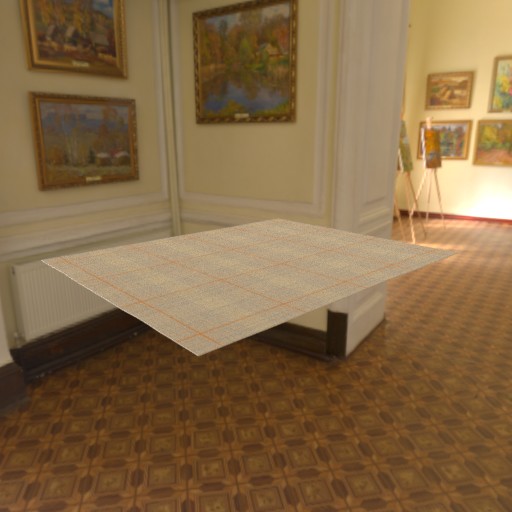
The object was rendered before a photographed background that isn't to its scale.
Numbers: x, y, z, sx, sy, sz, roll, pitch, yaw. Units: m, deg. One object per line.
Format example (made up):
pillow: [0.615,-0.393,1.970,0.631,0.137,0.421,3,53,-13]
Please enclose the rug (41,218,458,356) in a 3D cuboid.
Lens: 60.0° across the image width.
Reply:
rug: [0.000,0.000,4.144,3.051,0.021,2.448,-14,20,-41]
